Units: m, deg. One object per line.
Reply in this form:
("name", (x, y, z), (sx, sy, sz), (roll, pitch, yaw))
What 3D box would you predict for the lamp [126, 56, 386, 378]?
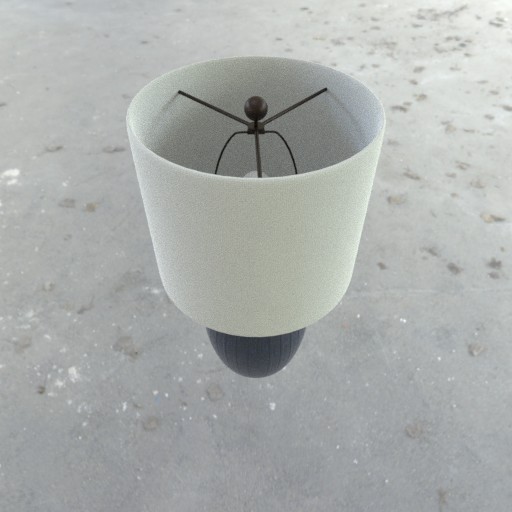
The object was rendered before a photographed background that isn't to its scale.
("lamp", (0.000, 0.000, 0.763), (0.329, 0.570, 0.329), (-2, 45, -2))
